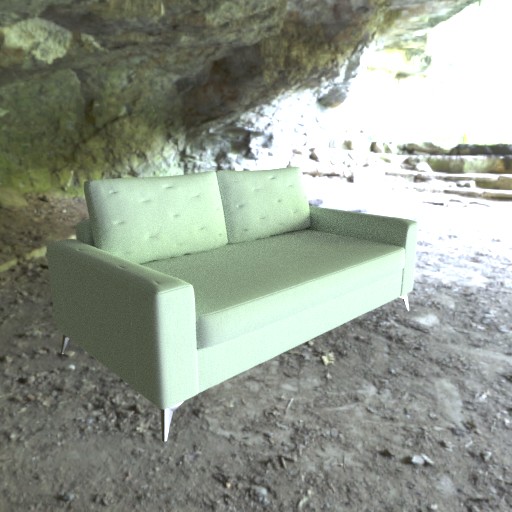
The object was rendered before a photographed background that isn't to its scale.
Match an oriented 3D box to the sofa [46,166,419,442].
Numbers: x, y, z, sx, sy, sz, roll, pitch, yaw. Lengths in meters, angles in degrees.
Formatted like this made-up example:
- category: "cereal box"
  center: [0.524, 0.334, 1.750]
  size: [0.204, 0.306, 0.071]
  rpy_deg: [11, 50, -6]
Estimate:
- category: "sofa"
  center: [0.000, 0.000, 2.163]
  size: [1.650, 0.790, 0.920]
  rpy_deg: [-14, 20, -42]
